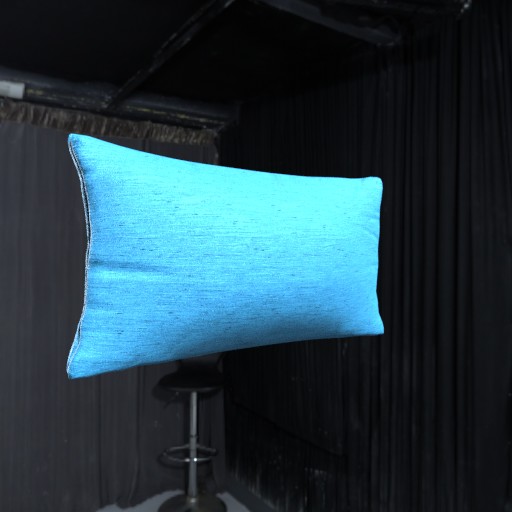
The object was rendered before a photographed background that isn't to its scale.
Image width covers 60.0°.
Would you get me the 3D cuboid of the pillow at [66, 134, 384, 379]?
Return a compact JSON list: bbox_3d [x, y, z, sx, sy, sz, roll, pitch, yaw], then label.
[{"bbox_3d":[0.000,0.000,0.786,0.633,0.338,0.210,0,0,-34],"label":"pillow"}]
